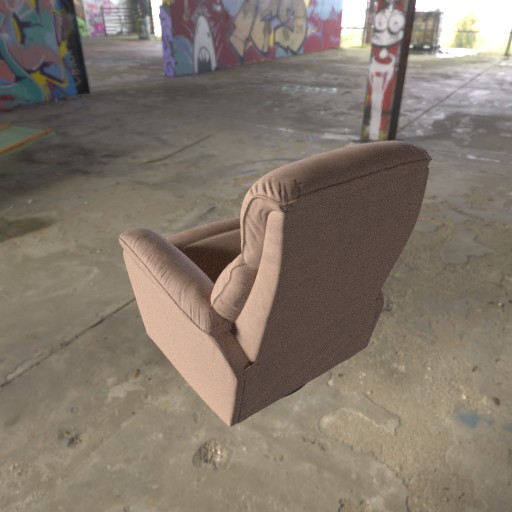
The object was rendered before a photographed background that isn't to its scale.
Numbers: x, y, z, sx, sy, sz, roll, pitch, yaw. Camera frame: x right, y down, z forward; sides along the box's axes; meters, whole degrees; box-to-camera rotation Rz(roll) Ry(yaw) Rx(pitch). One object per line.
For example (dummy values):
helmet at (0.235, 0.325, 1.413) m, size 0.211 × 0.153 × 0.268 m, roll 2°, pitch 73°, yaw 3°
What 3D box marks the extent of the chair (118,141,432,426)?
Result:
chair at (0.000, 0.000, 1.734) m, size 0.820 × 1.037 × 1.004 m, roll -20°, pitch 36°, yaw -31°
